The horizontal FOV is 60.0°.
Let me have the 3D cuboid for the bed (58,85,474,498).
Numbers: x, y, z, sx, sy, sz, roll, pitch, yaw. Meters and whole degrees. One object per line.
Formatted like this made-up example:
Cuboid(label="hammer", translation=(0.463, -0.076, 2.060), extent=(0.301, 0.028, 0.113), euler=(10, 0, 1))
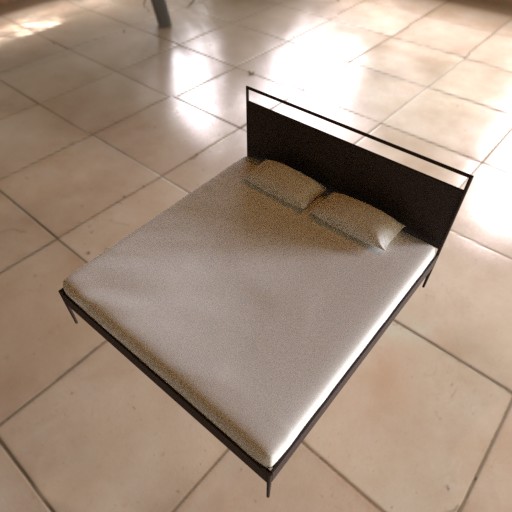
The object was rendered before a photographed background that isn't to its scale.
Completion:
Cuboid(label="bed", translation=(0.000, 0.000, 3.248), extent=(1.993, 1.173, 2.151), euler=(31, 54, 26))
